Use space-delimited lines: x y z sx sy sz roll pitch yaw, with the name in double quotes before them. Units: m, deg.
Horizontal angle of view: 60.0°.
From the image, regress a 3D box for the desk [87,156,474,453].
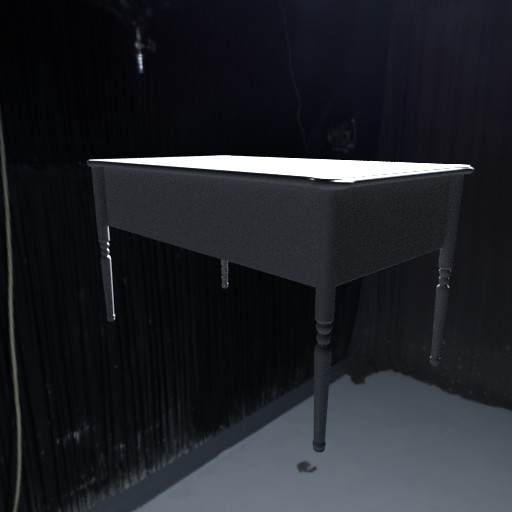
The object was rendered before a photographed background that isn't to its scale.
"desk" 0.000 0.000 1.839 0.807 0.762 1.380 -14 20 -42
